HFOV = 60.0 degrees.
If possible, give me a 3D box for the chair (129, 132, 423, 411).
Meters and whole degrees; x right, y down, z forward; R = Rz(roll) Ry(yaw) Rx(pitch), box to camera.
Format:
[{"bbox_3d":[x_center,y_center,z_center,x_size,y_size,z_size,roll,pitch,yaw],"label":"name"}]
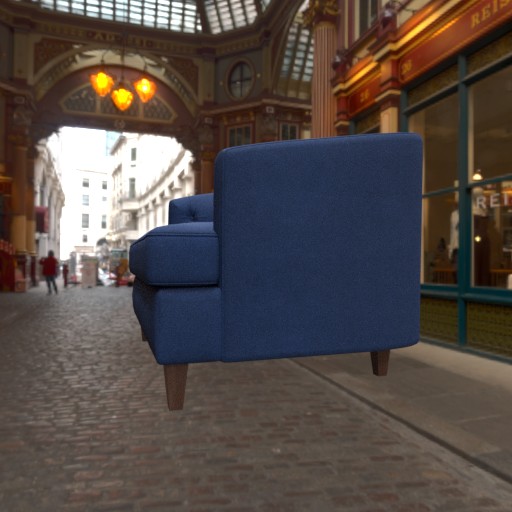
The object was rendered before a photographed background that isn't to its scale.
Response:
[{"bbox_3d":[0.000,0.000,1.724,0.914,0.787,1.118,0,0,-18],"label":"chair"}]
